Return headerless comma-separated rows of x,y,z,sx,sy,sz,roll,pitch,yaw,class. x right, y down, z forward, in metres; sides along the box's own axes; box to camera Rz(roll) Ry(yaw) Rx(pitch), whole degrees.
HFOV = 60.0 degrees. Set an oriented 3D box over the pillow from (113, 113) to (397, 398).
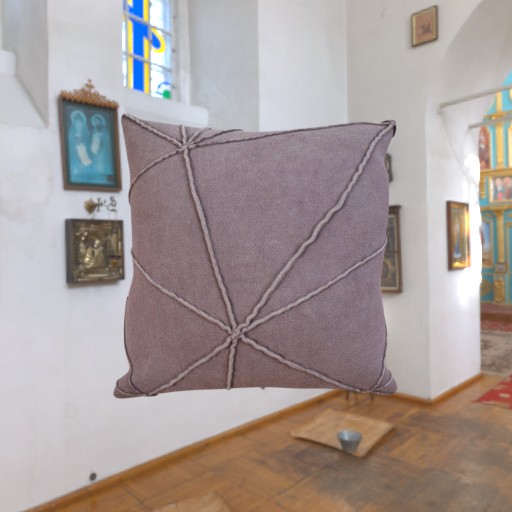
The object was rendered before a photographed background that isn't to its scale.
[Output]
0.000,0.000,0.682,0.439,0.440,0.185,0,-1,-1,pillow
